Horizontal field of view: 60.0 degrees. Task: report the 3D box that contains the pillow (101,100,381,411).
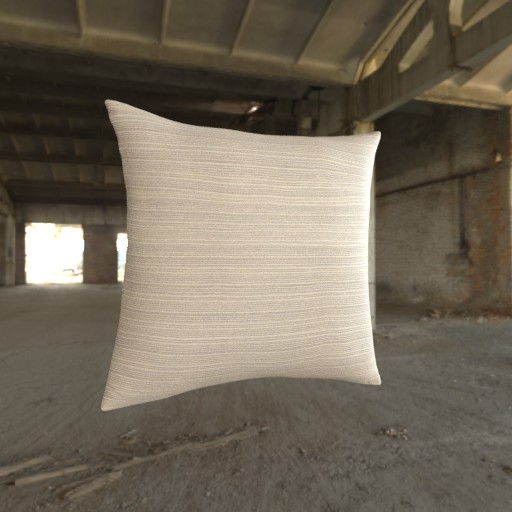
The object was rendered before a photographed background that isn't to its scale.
[{"bbox_3d":[0.000,0.000,0.777,0.512,0.497,0.204,0,-1,-18],"label":"pillow"}]
